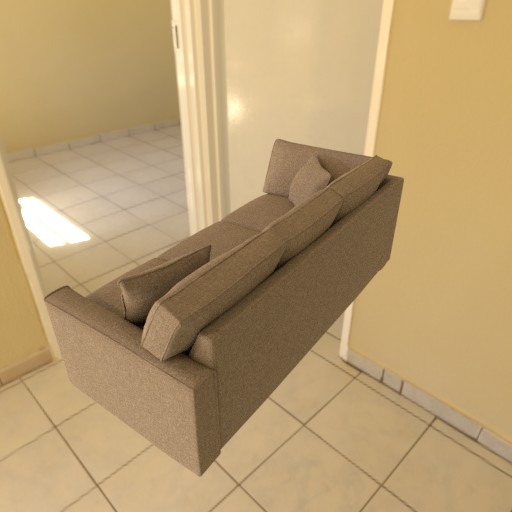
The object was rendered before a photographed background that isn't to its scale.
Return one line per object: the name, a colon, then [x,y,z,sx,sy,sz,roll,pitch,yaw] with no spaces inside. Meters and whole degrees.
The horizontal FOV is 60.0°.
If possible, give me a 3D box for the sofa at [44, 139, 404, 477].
sofa: [0.000,0.000,2.838,1.061,0.962,2.317,20,37,30]
